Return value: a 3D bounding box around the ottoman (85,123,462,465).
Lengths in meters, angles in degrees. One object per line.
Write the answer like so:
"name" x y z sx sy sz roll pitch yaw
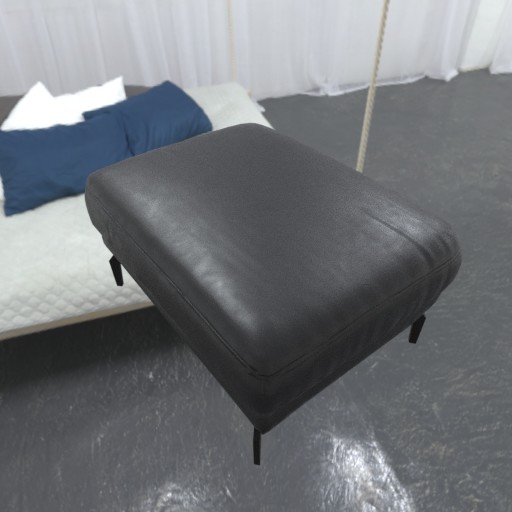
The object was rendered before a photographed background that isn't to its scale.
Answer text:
"ottoman" 0.000 0.000 1.096 0.570 0.402 0.764 -26 47 -28
